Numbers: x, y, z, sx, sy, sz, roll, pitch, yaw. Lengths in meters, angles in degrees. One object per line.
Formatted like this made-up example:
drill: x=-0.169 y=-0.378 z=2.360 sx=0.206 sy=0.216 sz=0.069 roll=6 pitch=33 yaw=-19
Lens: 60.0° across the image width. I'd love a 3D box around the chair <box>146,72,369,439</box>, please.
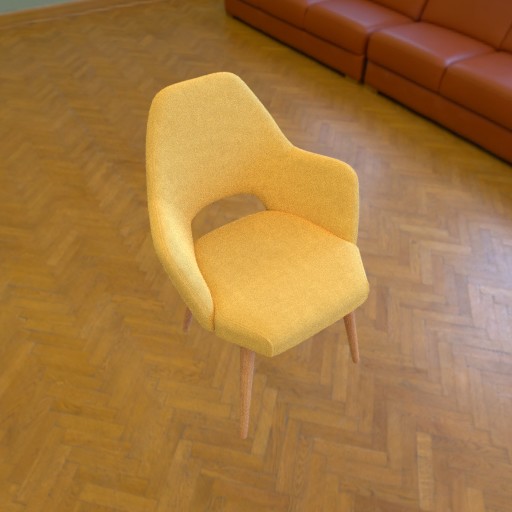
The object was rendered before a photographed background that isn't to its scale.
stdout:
chair: x=0.000 y=0.000 z=1.289 sx=0.590 sy=0.840 sz=0.610 roll=-26 pitch=51 yaw=-23
